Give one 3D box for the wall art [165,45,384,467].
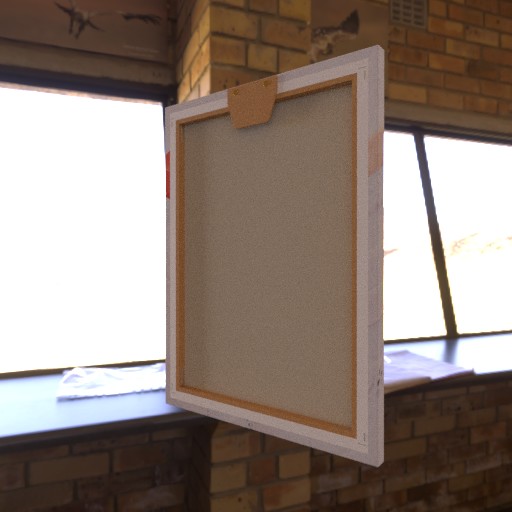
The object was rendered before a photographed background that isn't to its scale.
[{"bbox_3d":[0.000,0.000,1.302,0.759,1.014,0.045,0,0,37],"label":"wall art"}]
